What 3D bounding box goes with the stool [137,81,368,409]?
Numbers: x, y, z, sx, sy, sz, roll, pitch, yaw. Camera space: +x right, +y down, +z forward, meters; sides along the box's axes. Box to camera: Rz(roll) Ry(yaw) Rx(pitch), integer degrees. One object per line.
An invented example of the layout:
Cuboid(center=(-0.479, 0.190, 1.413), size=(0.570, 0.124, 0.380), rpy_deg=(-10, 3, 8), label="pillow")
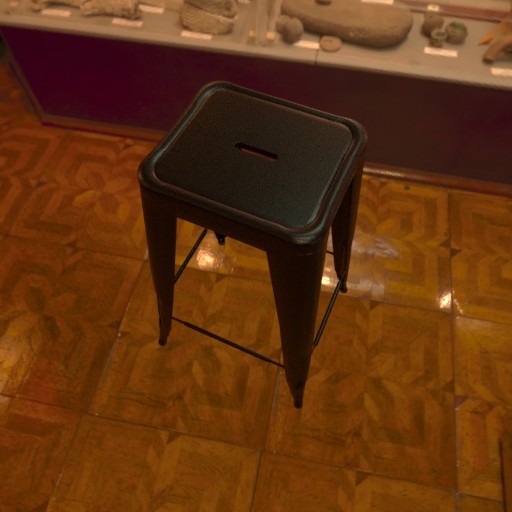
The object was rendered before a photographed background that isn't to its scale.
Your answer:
Cuboid(center=(0.000, 0.000, 0.919), size=(0.455, 0.609, 0.423), rpy_deg=(11, 59, 7), label="stool")
